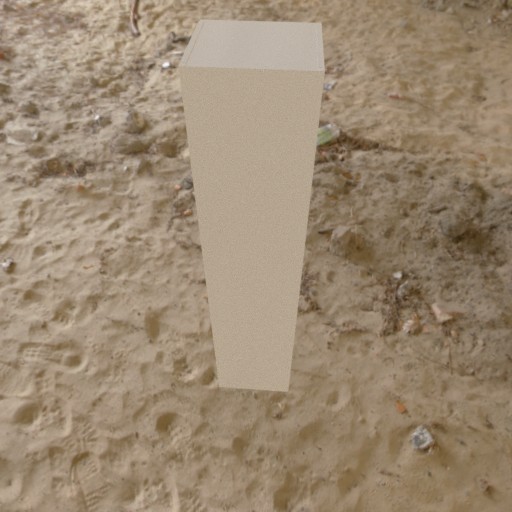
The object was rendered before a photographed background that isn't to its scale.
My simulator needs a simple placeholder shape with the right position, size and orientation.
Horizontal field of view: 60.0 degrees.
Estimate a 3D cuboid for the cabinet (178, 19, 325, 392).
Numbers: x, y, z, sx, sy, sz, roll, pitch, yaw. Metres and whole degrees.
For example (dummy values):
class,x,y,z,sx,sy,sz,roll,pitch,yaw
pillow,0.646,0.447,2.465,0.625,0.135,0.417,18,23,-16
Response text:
class,x,y,z,sx,sy,sz,roll,pitch,yaw
cabinet,0.000,0.000,1.506,0.300,1.400,0.270,3,47,3
